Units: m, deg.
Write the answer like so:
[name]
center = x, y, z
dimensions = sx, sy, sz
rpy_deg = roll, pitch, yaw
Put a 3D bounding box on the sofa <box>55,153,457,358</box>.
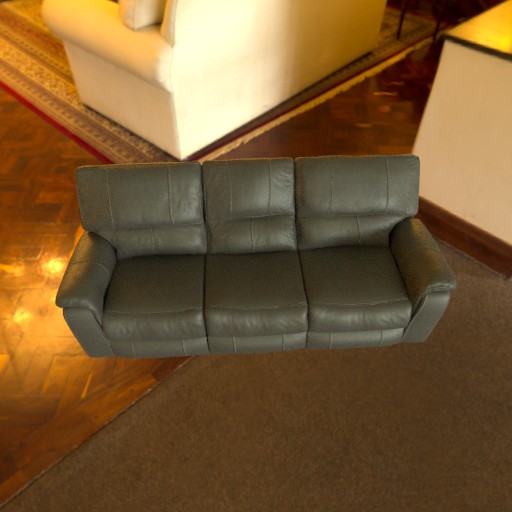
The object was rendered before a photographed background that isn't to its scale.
[sofa]
center = 0.000, 0.000, 3.256
dimensions = 2.627, 1.134, 1.104
rpy_deg = -2, 47, -2
